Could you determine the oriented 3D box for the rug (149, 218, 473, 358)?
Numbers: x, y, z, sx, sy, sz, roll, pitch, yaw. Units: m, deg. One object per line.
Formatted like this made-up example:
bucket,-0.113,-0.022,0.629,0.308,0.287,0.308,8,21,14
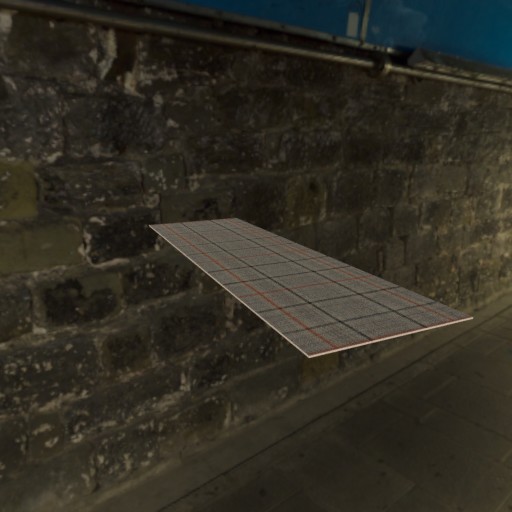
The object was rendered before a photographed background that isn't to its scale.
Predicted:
rug,0.000,0.000,2.669,0.762,0.008,2.439,-7,17,-24
